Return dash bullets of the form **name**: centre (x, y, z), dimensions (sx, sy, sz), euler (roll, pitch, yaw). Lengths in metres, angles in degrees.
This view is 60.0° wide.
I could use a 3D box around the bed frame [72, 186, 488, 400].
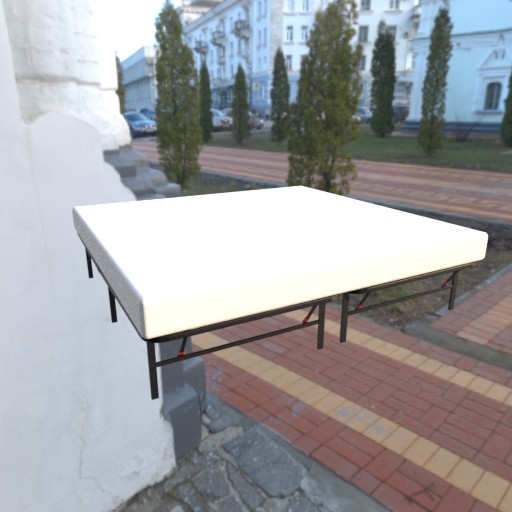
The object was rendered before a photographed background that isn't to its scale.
- **bed frame**: centre (0.000, 0.000, 2.988), dimensions (2.033, 0.525, 1.935), euler (-10, 21, -27)
